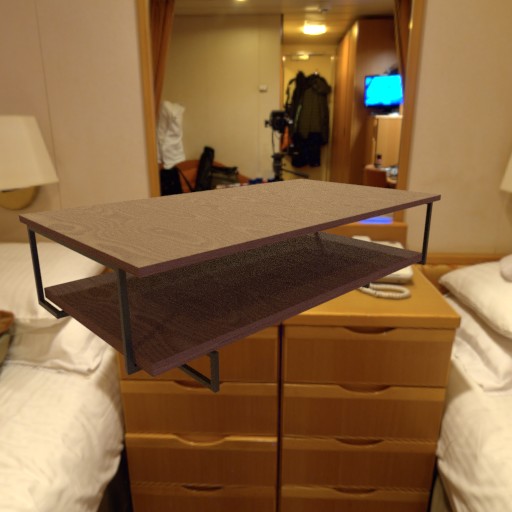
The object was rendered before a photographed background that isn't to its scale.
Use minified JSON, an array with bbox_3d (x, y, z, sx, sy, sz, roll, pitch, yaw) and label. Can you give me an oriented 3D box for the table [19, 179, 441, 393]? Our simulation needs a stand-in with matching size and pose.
[{"bbox_3d":[0.000,0.000,1.448,1.197,0.347,0.651,-15,23,-42],"label":"table"}]
